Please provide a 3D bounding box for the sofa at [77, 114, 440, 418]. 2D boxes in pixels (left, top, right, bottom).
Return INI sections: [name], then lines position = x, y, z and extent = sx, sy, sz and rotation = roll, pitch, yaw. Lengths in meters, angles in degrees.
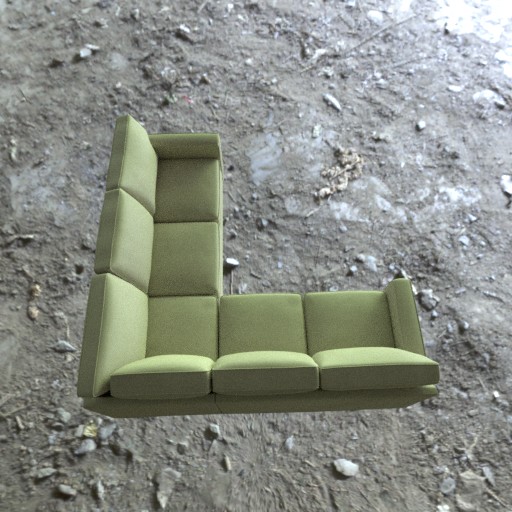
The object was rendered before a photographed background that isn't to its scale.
[sofa]
position = 0.000, 0.000, 3.371
extent = 2.182, 0.939, 2.189
rotation = -2, 64, -1
